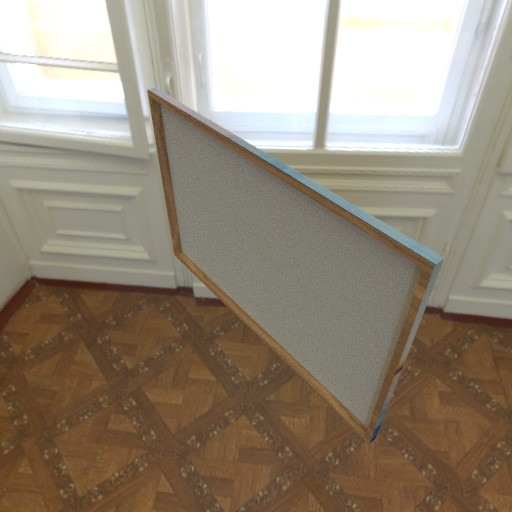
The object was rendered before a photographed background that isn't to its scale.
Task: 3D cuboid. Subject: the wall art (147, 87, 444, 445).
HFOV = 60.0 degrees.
[{"bbox_3d":[0.000,0.000,1.448,0.034,0.756,1.137,-29,49,-28],"label":"wall art"}]
